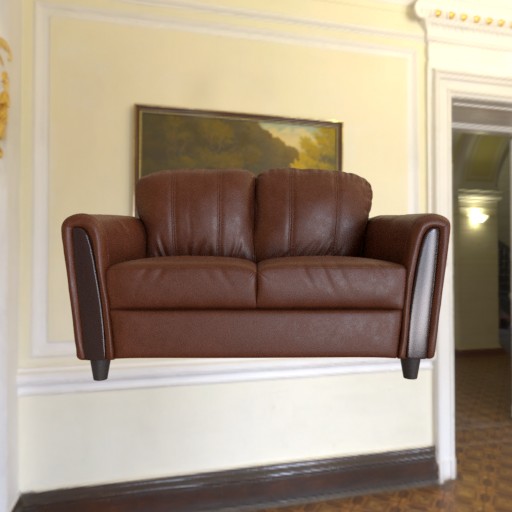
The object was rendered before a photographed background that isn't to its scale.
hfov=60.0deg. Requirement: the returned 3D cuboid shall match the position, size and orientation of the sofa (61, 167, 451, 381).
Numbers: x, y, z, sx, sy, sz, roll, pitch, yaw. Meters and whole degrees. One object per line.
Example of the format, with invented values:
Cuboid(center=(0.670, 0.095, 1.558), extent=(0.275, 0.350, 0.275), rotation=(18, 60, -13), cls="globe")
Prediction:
Cuboid(center=(0.000, 0.000, 1.967), extent=(1.406, 0.906, 0.805), rotation=(0, -1, -1), cls="sofa")
